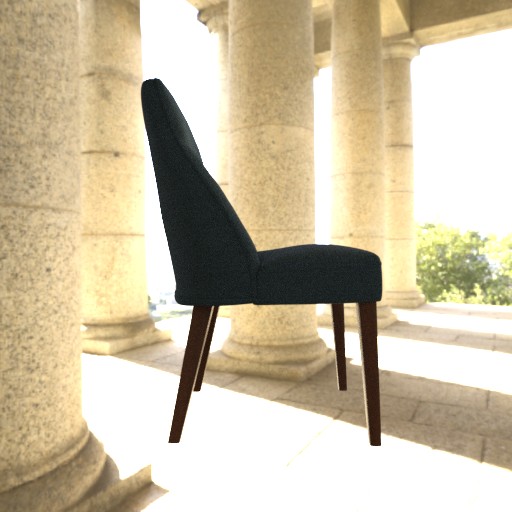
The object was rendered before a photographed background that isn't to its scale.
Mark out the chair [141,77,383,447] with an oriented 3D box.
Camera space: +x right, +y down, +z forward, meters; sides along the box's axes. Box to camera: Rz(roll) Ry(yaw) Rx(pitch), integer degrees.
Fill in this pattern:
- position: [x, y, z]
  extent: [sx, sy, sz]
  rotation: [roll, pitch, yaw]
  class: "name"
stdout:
- position: [0.000, 0.000, 1.305]
  extent: [0.620, 0.930, 0.500]
  rotation: [0, 1, 0]
  class: "chair"
